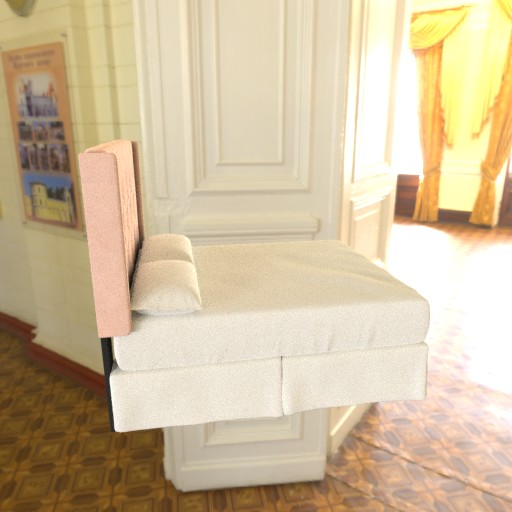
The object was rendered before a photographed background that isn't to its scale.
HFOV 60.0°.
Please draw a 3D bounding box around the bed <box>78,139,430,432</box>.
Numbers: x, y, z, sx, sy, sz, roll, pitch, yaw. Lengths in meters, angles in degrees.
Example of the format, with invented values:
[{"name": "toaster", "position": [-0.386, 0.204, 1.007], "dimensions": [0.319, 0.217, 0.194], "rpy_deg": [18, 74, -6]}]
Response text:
[{"name": "bed", "position": [0.000, 0.000, 3.324], "dimensions": [2.066, 1.665, 1.719], "rpy_deg": [-3, 17, -10]}]
